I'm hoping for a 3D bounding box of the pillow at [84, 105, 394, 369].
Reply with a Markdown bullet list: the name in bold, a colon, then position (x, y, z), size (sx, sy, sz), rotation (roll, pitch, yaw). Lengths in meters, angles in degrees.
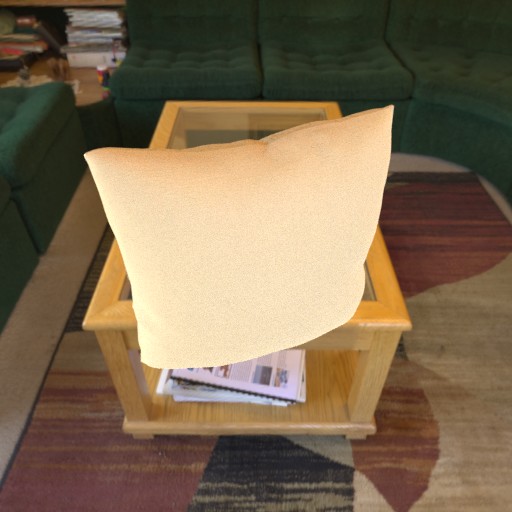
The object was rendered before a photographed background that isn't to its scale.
- **pillow**: position (0.000, 0.000, 0.735), size (0.450, 0.448, 0.245), rotation (-12, 43, -13)
